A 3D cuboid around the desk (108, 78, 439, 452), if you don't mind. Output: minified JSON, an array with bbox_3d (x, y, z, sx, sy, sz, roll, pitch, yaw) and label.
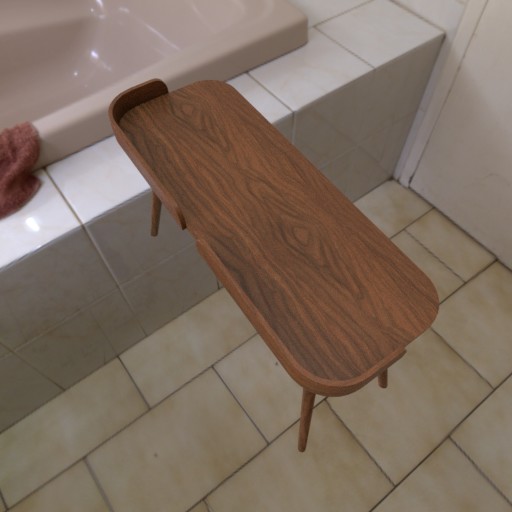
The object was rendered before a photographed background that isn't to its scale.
[{"bbox_3d":[0.000,0.000,1.675,0.486,0.800,1.256,-30,63,-17],"label":"desk"}]
